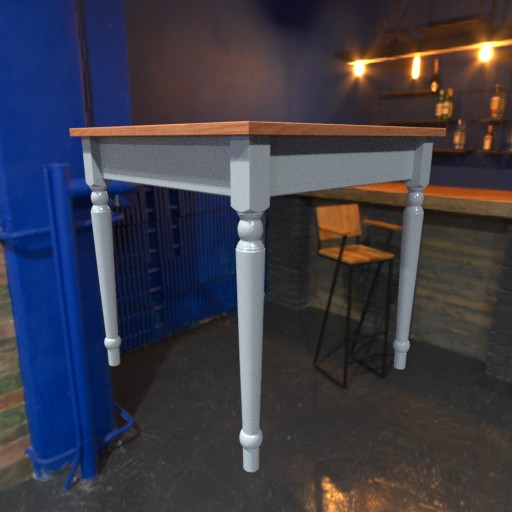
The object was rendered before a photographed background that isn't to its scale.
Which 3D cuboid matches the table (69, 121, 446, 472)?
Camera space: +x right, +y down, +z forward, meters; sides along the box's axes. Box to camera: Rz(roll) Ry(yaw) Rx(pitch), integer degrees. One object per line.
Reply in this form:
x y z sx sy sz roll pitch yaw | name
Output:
0.000 0.000 1.335 0.747 0.738 0.747 -14 20 -42 | table
